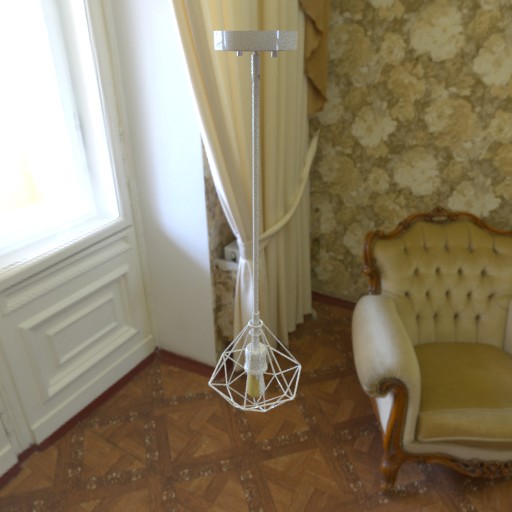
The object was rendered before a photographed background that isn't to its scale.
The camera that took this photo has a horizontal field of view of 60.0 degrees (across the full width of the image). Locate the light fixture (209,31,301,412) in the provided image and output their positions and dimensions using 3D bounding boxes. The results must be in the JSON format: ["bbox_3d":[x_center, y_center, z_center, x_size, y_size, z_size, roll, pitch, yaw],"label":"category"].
[{"bbox_3d":[0.000,0.000,1.949,0.487,1.764,0.431,-8,28,-15],"label":"light fixture"}]
